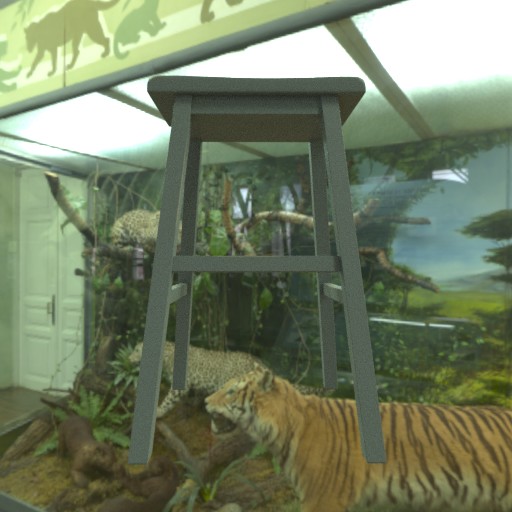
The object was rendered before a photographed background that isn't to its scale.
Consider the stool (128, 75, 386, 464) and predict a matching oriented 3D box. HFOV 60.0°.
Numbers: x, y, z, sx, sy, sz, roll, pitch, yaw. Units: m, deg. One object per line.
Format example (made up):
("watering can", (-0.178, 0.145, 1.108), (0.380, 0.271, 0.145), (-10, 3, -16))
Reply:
("stool", (0.000, 0.000, 1.022), (0.457, 0.737, 0.476), (0, 0, -1))
